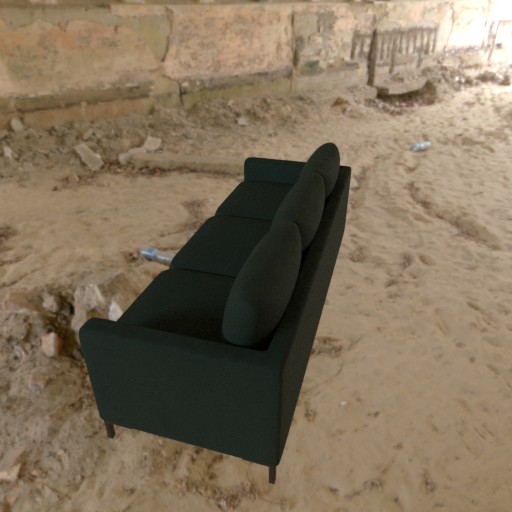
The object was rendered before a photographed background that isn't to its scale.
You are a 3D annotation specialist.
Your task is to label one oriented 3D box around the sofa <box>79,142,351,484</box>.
[{"bbox_3d":[0.000,0.000,2.654,0.859,0.870,2.218,9,32,14],"label":"sofa"}]
